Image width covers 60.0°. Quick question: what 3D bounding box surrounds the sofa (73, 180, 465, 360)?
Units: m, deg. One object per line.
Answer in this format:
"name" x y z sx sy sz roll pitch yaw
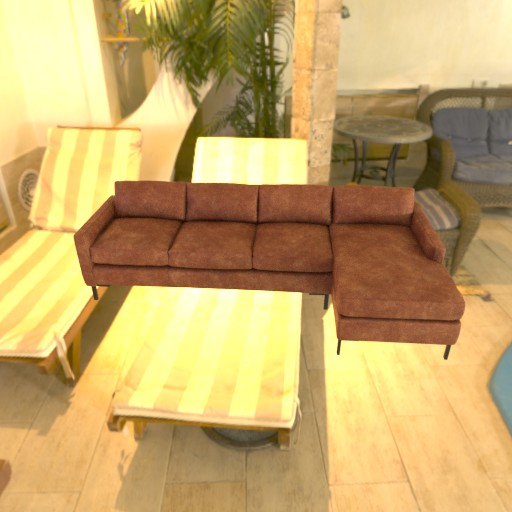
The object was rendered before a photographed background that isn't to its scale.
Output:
"sofa" 0.000 0.000 3.735 2.993 0.859 1.471 2 29 4
